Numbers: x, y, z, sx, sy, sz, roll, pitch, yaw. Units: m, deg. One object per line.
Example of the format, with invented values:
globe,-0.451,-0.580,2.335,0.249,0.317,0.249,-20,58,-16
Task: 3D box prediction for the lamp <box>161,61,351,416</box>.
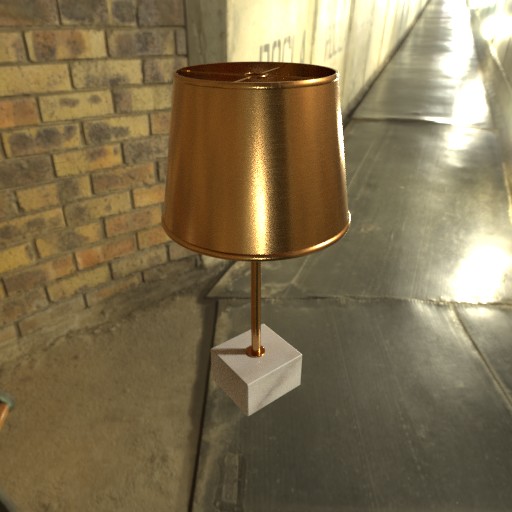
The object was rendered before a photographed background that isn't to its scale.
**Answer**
lamp,0.000,0.000,0.522,0.208,0.406,0.208,0,29,0
